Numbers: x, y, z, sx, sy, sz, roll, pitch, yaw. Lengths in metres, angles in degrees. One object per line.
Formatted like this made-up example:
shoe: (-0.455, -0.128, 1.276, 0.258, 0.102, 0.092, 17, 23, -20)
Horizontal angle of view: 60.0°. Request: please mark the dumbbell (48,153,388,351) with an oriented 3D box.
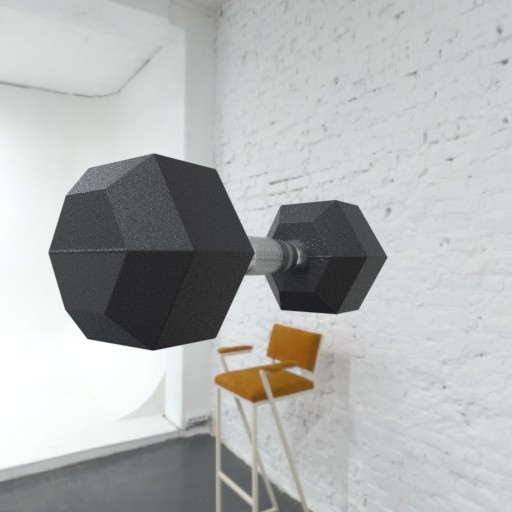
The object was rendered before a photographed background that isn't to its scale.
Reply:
dumbbell: (0.000, 0.000, 0.418, 0.141, 0.123, 0.356, -1, -1, 37)
